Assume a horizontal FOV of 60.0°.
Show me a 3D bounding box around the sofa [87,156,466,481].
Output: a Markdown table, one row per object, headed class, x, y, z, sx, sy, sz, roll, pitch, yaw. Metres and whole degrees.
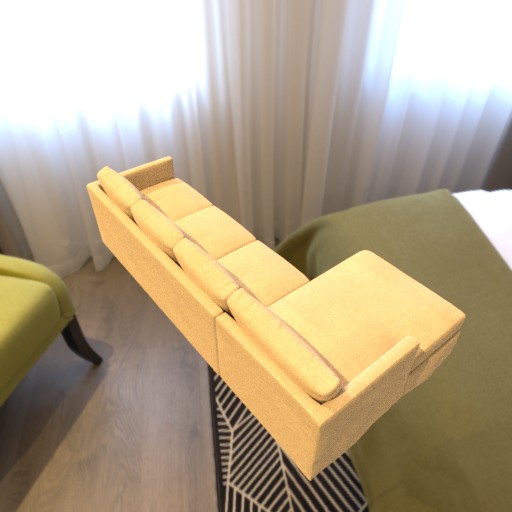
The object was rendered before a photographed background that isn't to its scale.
| class | x | y | z | sx | sy | sz | roll | pitch | yaw |
| --- | --- | --- | --- | --- | --- | --- | --- | --- | --- |
| sofa | 0.000 | 0.000 | 3.903 | 1.650 | 0.922 | 3.205 | -28 | 48 | -28 |
